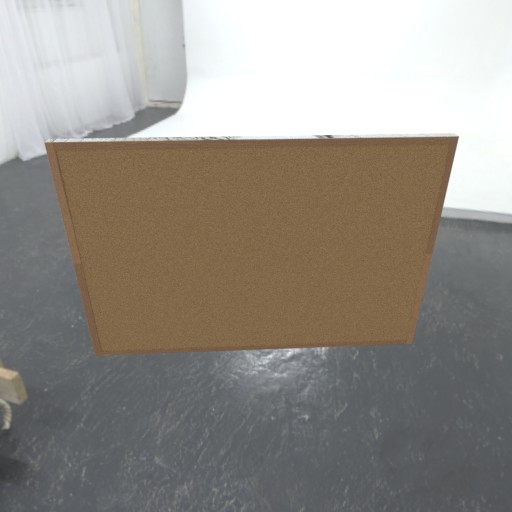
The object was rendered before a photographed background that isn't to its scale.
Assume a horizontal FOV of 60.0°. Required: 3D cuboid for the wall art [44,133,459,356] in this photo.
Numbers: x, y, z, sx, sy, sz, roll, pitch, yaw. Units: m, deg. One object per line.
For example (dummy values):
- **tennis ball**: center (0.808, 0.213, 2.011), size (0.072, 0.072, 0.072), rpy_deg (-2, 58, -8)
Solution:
- **wall art**: center (0.000, 0.000, 1.420), size (1.141, 0.758, 0.035), rpy_deg (-2, 30, -3)
